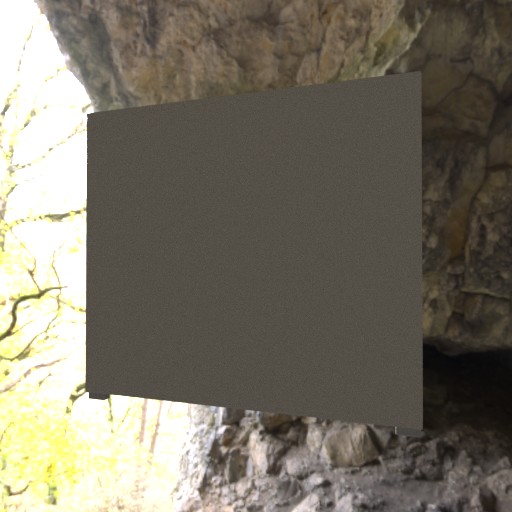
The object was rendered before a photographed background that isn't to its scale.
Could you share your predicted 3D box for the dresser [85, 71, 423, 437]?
[{"bbox_3d":[0.000,0.000,1.591,1.100,1.000,0.460,0,-1,18],"label":"dresser"}]
